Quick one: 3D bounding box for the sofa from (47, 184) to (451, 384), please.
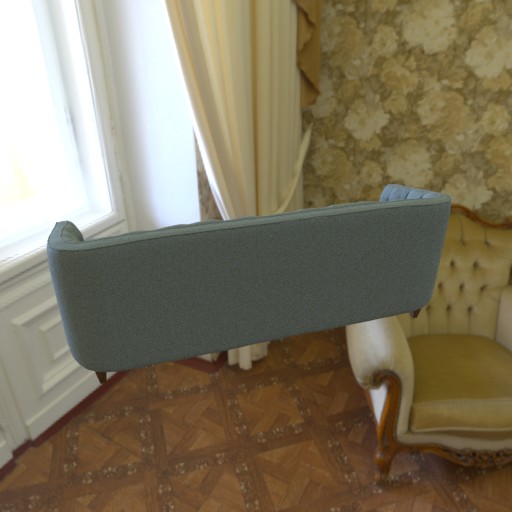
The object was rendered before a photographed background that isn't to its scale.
[{"bbox_3d":[0.000,0.000,2.737,2.278,0.855,0.941,-8,29,-16],"label":"sofa"}]
